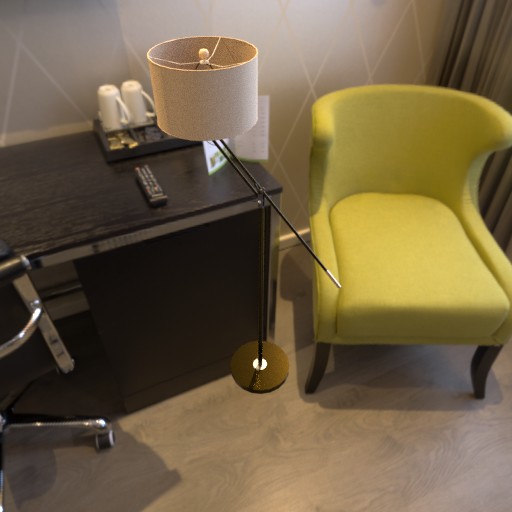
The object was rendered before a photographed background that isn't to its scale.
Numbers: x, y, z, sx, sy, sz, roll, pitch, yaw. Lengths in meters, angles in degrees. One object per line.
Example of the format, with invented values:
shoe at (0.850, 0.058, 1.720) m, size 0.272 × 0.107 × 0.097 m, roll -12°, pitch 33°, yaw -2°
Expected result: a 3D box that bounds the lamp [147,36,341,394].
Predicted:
lamp at (0.000, 0.000, 1.944) m, size 0.809 × 1.635 × 0.373 m, roll 24°, pitch 47°, yaw 25°
